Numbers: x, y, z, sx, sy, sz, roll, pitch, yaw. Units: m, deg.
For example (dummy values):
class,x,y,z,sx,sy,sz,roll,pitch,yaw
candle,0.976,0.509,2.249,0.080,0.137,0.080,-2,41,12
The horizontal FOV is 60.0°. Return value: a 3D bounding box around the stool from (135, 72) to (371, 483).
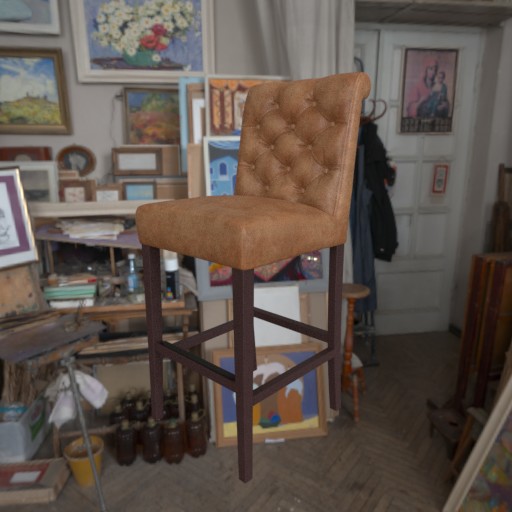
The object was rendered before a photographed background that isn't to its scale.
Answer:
class,x,y,z,sx,sy,sz,roll,pitch,yaw
stool,0.000,0.000,1.454,0.493,1.140,0.601,13,19,41
